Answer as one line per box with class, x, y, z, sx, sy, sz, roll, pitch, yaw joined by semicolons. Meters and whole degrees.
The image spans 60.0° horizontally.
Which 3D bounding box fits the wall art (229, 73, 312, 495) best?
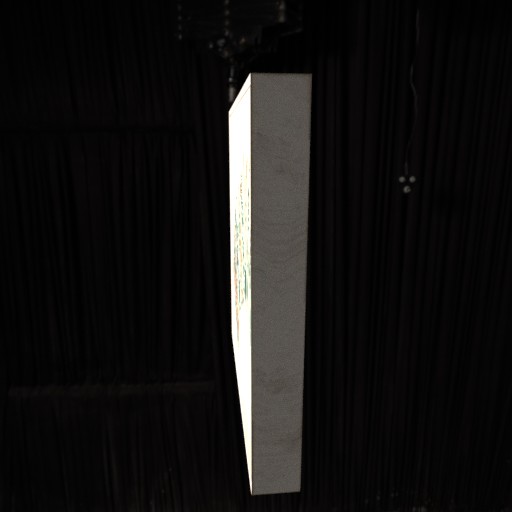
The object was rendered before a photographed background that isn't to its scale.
wall art;0.000;0.000;0.453;0.038;0.303;0.305;-1;14;-6
